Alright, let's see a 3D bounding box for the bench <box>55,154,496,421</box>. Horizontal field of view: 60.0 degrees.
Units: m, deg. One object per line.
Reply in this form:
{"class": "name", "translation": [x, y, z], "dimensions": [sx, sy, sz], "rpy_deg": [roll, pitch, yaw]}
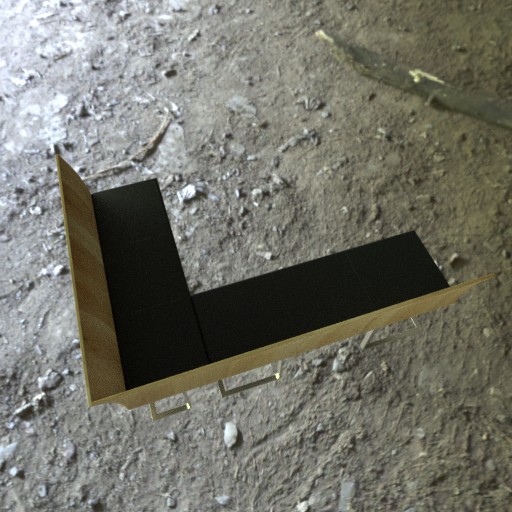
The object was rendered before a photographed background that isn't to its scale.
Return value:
{"class": "bench", "translation": [0.000, 0.000, 2.743], "dimensions": [1.945, 0.930, 1.495], "rpy_deg": [-16, 59, -10]}
